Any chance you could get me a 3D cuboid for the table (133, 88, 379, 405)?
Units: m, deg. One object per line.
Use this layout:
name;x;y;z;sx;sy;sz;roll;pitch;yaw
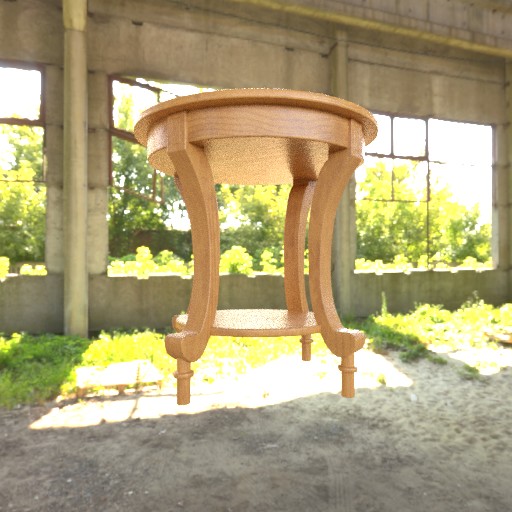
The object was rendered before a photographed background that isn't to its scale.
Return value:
table;0.000;0.000;1.112;0.597;0.612;0.597;0;-1;0
